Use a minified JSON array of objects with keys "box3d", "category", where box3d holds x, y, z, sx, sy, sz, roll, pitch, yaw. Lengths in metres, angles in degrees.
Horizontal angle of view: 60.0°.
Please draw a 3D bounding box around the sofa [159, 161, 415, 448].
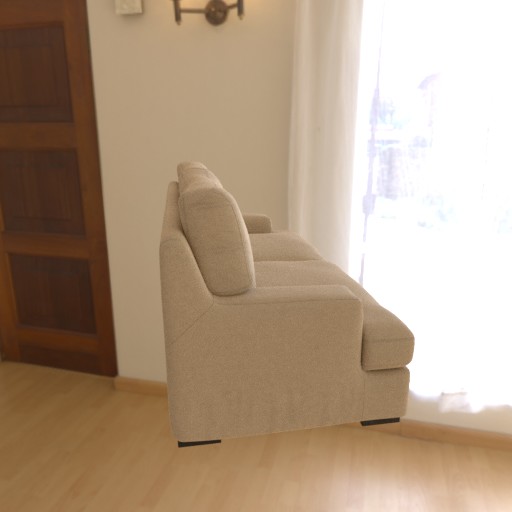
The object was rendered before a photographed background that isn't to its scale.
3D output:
[{"box3d":[0.000,0.000,2.460,0.962,0.967,1.885,-3,16,-10],"category":"sofa"}]
